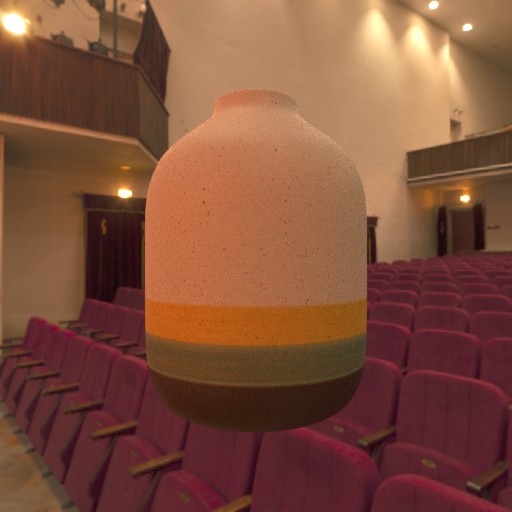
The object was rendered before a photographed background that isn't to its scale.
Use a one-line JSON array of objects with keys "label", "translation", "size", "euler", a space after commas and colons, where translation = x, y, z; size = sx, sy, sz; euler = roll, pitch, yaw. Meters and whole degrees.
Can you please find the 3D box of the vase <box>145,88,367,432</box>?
[{"label": "vase", "translation": [0.000, 0.000, 0.348], "size": [0.169, 0.240, 0.169], "euler": [0, 0, 0]}]
